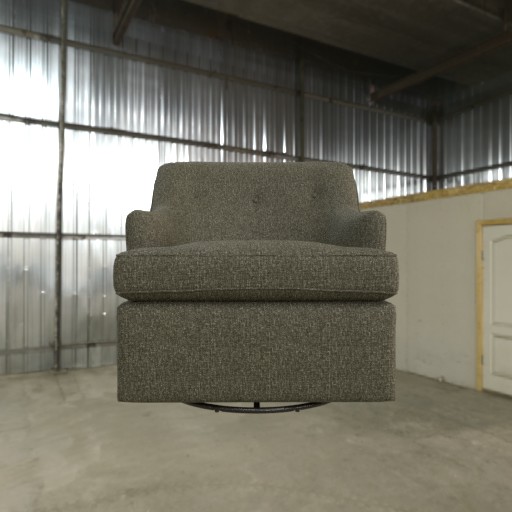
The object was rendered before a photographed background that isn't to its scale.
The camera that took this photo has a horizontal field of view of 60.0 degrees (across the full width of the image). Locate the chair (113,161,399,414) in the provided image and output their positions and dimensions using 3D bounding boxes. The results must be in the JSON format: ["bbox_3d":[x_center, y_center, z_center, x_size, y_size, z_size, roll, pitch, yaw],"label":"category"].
[{"bbox_3d":[0.000,0.000,1.622,0.864,0.856,0.923,0,0,0],"label":"chair"}]
